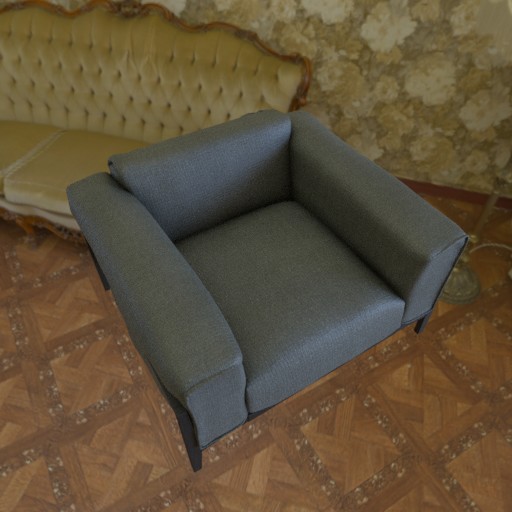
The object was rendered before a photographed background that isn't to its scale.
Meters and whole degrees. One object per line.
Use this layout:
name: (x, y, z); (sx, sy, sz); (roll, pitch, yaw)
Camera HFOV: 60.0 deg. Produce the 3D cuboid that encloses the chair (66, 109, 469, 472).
chair: (0.000, 0.000, 1.651); (1.056, 0.646, 0.969); (-24, 51, -21)
